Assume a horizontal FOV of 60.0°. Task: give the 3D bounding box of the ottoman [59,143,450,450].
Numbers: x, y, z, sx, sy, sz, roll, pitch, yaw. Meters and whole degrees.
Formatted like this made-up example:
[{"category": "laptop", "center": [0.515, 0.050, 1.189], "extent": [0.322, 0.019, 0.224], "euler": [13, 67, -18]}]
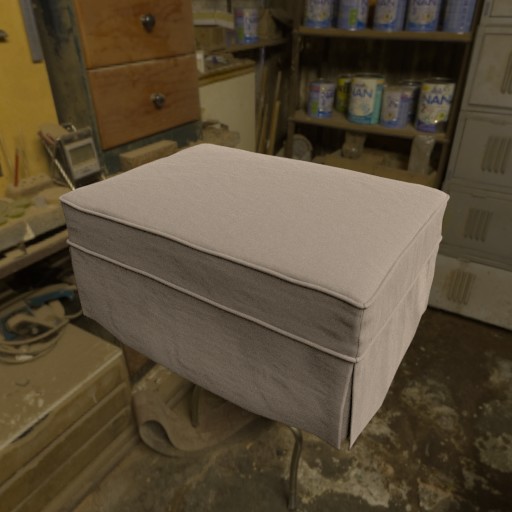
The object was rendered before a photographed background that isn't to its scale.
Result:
[{"category": "ottoman", "center": [0.000, 0.000, 1.322], "extent": [0.944, 0.479, 0.703], "euler": [18, 35, 29]}]
